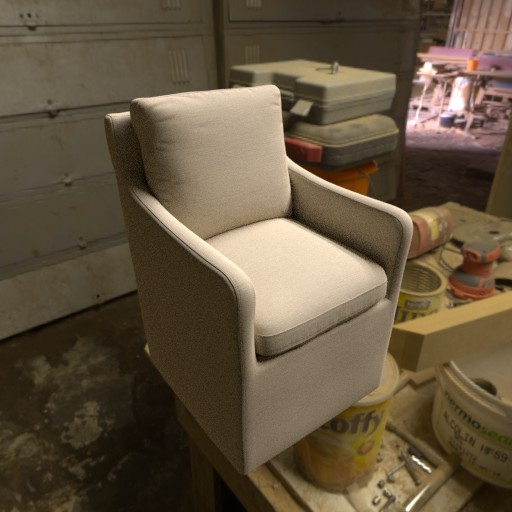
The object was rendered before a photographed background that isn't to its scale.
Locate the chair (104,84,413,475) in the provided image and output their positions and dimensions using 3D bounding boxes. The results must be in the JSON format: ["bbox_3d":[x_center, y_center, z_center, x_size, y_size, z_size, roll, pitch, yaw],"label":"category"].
[{"bbox_3d":[0.000,0.000,1.361,0.626,0.914,0.694,-20,34,-31],"label":"chair"}]
